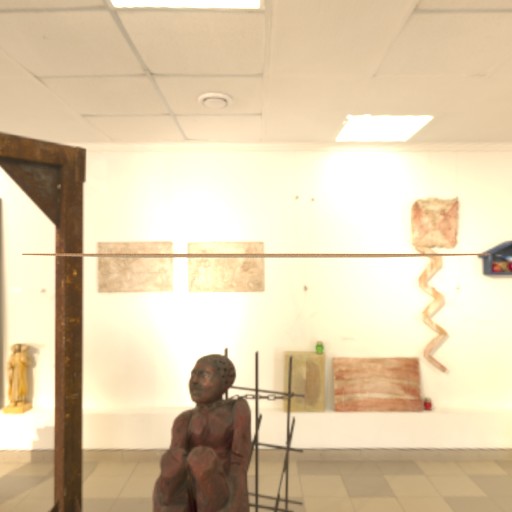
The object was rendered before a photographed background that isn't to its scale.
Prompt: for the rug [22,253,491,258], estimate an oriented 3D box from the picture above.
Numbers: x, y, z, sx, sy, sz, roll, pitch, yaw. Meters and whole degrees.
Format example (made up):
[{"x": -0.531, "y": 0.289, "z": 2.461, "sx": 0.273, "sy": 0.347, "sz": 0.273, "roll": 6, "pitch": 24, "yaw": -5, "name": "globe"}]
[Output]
[{"x": 0.000, "y": 0.000, "z": 4.099, "sx": 3.048, "sy": 0.014, "sz": 2.438, "roll": 0, "pitch": -1, "yaw": 0, "name": "rug"}]
